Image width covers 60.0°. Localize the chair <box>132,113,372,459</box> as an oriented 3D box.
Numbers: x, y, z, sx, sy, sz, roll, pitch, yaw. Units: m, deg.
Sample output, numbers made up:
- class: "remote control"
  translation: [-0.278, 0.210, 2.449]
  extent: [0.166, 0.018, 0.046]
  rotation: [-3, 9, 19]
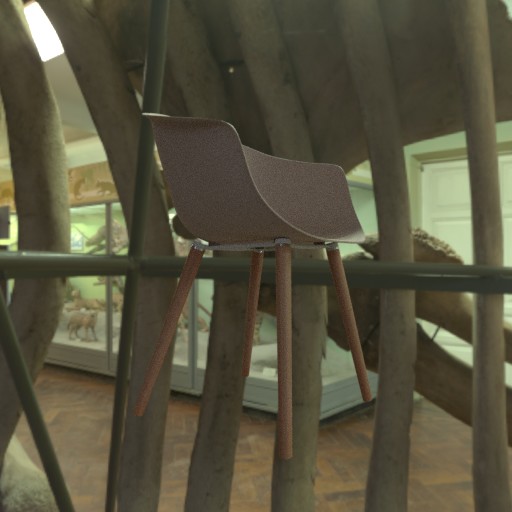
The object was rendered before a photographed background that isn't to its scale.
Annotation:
- class: "chair"
  translation: [0.000, 0.000, 1.146]
  extent: [0.504, 0.781, 0.593]
  rotation: [0, 0, 36]
